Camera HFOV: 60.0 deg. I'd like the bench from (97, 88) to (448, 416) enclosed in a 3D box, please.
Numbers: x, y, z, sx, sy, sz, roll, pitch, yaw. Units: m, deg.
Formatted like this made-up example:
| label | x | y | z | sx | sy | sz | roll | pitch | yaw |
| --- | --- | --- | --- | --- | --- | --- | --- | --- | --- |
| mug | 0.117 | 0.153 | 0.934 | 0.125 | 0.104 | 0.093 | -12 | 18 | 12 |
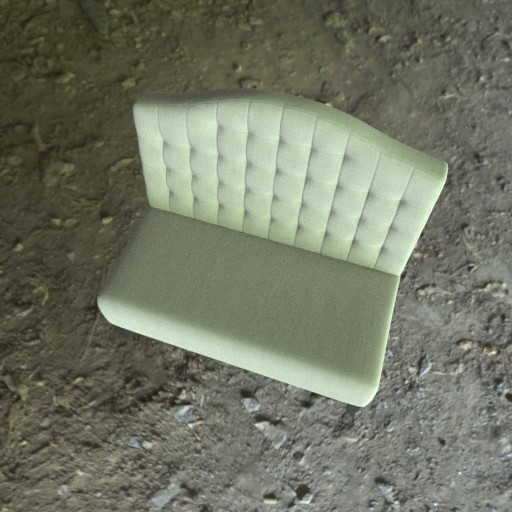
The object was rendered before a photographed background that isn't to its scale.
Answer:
| label | x | y | z | sx | sy | sz | roll | pitch | yaw |
| --- | --- | --- | --- | --- | --- | --- | --- | --- | --- |
| bench | 0.000 | 0.000 | 2.017 | 1.335 | 1.180 | 0.815 | 16 | 60 | 10 |
